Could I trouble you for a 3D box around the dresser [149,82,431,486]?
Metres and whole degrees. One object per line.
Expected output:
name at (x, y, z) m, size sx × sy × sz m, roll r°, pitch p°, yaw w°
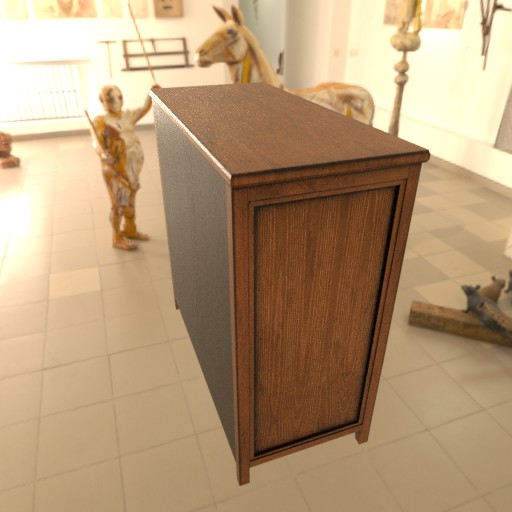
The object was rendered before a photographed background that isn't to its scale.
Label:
dresser at (0.000, 0.000, 1.929) m, size 0.591 × 1.224 × 1.250 m, roll -11°, pitch 32°, yaw -18°
